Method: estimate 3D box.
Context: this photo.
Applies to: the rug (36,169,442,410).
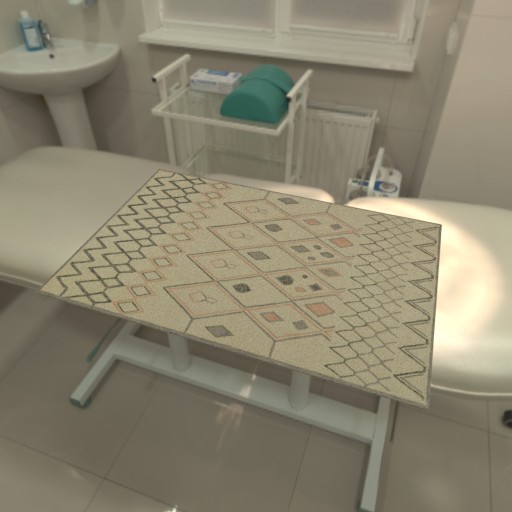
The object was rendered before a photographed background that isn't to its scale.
[{"bbox_3d":[0.000,0.000,2.342,1.829,0.016,1.219,13,43,15],"label":"rug"}]
